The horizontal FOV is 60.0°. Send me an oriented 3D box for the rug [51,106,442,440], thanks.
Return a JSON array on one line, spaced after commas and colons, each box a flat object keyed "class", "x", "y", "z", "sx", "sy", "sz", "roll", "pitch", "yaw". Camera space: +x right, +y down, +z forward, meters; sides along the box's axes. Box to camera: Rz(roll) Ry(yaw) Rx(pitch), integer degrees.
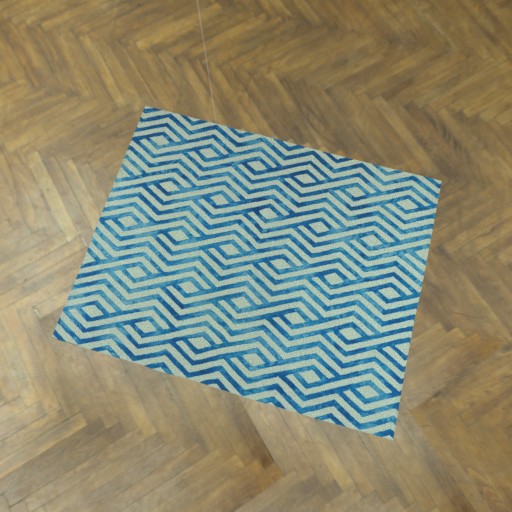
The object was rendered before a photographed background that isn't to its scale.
[{"class": "rug", "x": 0.000, "y": 0.000, "z": 4.109, "sx": 3.059, "sy": 0.008, "sz": 2.453, "roll": 15, "pitch": 75, "yaw": 4}]
